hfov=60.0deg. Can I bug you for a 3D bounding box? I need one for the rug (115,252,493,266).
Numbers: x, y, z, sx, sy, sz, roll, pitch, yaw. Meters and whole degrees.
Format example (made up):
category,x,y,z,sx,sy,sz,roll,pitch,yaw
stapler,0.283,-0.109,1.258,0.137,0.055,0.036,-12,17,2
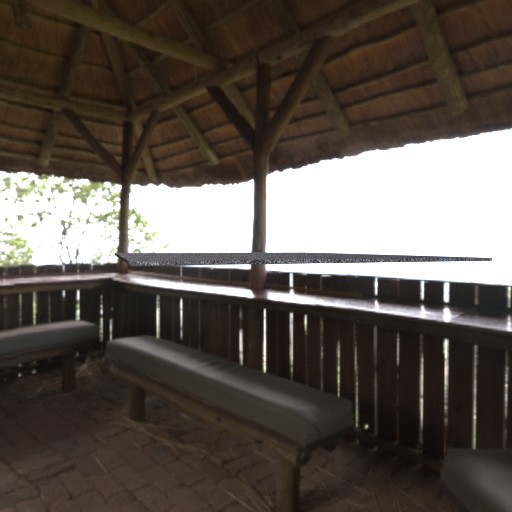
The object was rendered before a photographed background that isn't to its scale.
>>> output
category,x,y,z,sx,sy,sz,roll,pitch,yaw
rug,0.000,0.000,4.052,2.401,0.025,3.000,0,1,-19
